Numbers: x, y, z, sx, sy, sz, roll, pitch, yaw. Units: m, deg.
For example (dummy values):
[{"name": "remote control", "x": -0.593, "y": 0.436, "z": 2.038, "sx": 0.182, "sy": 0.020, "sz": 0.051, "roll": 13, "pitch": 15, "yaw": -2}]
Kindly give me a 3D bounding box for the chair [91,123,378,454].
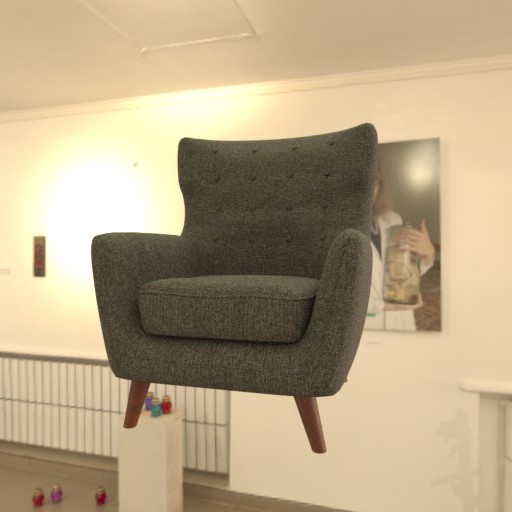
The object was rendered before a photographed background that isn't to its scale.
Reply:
[{"name": "chair", "x": 0.000, "y": 0.000, "z": 1.678, "sx": 0.878, "sy": 1.063, "sz": 0.904, "roll": 0, "pitch": 1, "yaw": 16}]
